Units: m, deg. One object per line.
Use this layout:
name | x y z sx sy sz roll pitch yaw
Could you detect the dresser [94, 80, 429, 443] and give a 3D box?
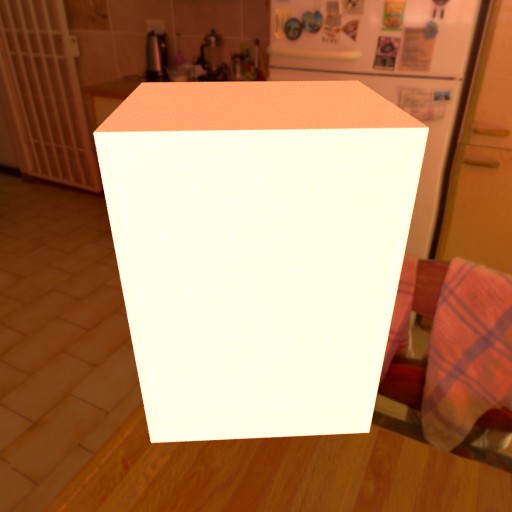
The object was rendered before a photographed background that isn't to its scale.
dresser | 0.000 0.000 0.823 0.400 0.560 0.360 -2 31 -3
